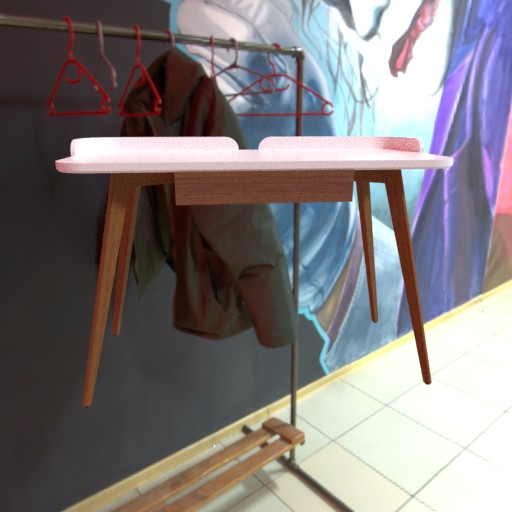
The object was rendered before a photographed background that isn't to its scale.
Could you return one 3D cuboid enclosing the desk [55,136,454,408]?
[{"bbox_3d":[0.000,0.000,1.586,1.206,0.807,0.534,-2,17,-6],"label":"desk"}]
